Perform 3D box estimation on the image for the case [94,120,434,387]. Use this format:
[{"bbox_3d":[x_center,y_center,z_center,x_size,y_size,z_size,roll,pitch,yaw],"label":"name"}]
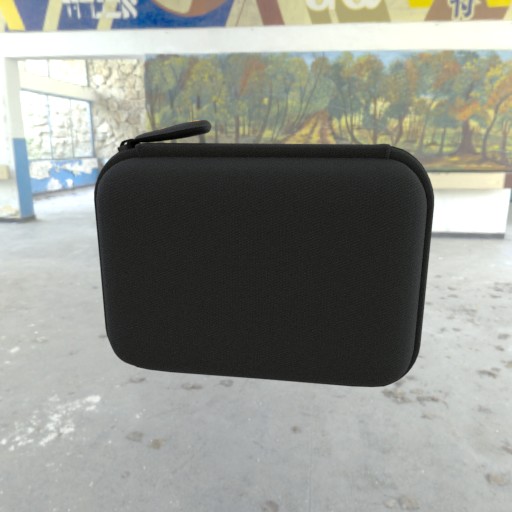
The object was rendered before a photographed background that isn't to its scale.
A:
[{"bbox_3d":[0.000,0.000,0.178,0.132,0.105,0.038,2,14,8],"label":"case"}]
